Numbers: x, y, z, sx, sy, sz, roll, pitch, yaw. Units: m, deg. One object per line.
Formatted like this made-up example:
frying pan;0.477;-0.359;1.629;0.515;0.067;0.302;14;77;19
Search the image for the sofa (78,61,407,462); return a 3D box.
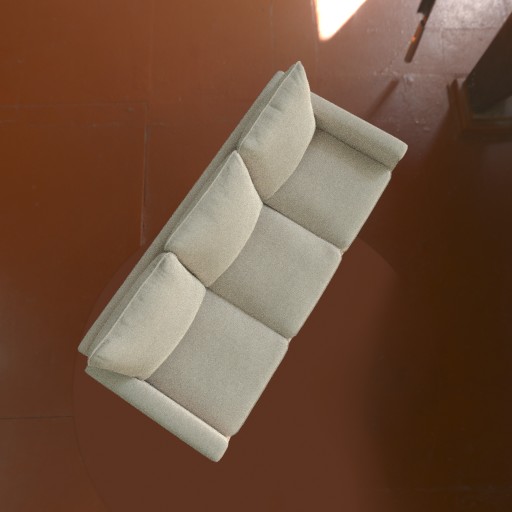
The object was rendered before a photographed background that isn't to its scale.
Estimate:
sofa;0.000;0.000;2.427;0.828;0.961;1.925;31;77;8
